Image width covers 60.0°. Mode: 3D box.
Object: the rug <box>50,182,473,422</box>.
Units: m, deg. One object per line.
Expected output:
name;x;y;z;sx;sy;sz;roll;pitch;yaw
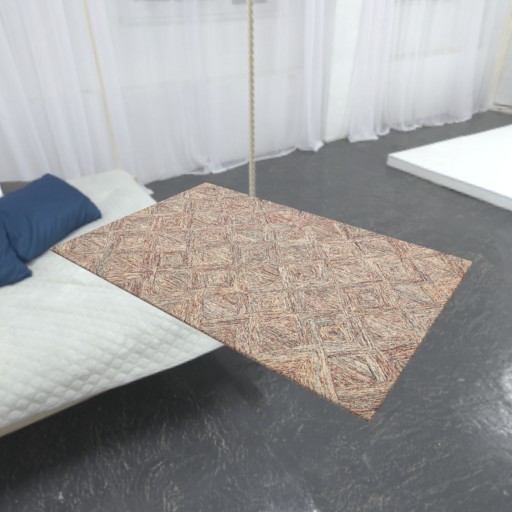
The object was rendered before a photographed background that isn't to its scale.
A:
rug;0.000;0.000;2.870;2.285;0.019;1.523;21;36;31
